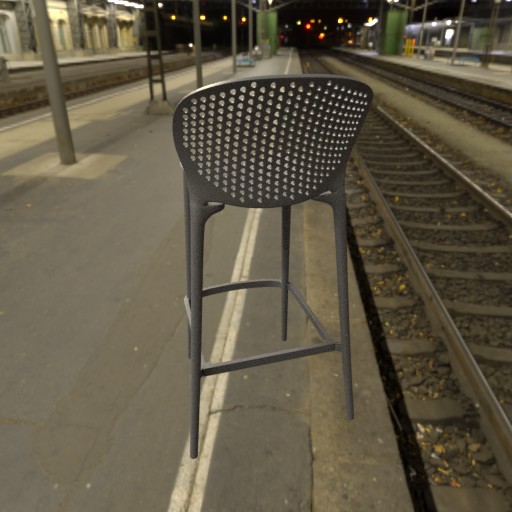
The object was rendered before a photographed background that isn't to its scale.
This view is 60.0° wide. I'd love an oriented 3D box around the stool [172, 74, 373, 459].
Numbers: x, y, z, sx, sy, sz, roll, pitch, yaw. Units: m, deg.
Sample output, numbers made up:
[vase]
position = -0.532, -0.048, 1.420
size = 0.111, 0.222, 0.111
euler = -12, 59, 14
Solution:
[stool]
position = 0.000, 0.000, 1.331
size = 0.536, 1.045, 0.535
euler = -8, 27, -15
